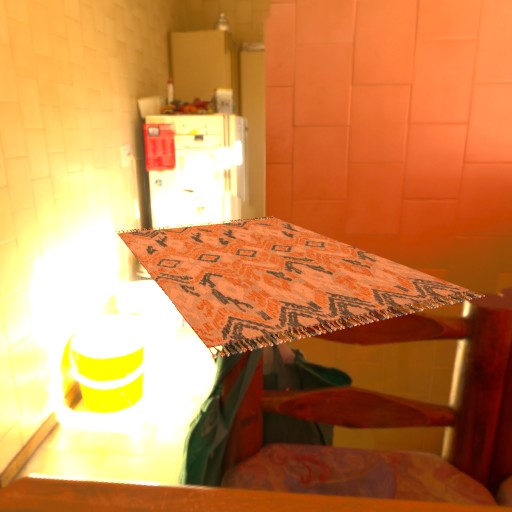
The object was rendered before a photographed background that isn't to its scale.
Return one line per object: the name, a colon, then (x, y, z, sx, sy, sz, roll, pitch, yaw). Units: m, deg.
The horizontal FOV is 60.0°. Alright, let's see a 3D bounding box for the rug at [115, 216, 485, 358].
rug: (0.000, 0.000, 3.070, 1.533, 0.010, 2.428, -8, 18, -25)
